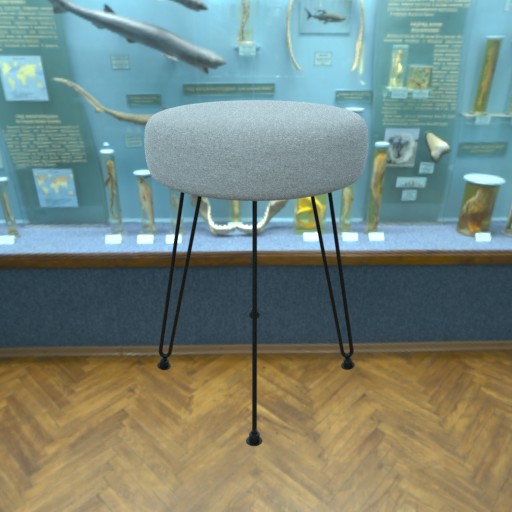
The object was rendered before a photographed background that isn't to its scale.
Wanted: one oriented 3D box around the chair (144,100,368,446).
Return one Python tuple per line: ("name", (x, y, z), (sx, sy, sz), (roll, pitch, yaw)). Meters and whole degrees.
("chair", (0.000, 0.000, 0.691), (0.350, 0.440, 0.350), (0, 26, 0))
